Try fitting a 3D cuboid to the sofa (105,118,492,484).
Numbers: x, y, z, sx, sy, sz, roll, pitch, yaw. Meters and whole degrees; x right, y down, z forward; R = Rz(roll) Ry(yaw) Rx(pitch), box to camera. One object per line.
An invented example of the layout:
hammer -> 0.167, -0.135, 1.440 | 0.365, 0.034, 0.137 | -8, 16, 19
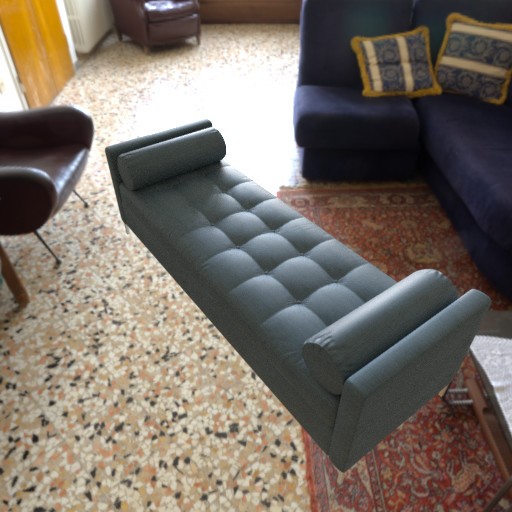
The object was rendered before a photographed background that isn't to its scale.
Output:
sofa -> 0.000, 0.000, 2.246 | 0.686, 0.635, 1.981 | -26, 47, -27
